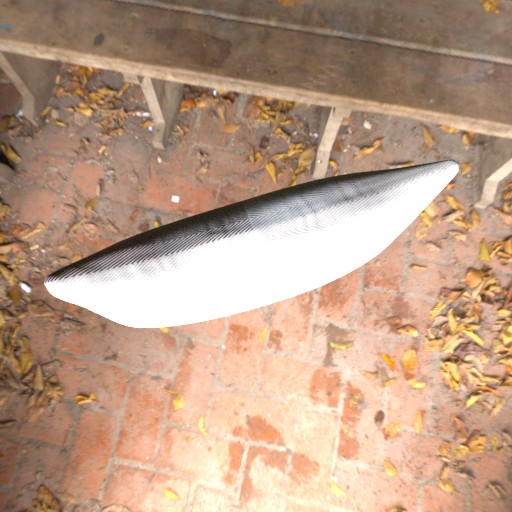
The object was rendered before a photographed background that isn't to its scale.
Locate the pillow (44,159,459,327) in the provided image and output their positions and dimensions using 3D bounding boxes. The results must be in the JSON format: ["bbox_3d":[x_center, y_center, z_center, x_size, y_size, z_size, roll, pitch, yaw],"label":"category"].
[{"bbox_3d":[0.000,0.000,0.649,0.506,0.305,0.139,-17,76,-4],"label":"pillow"}]
